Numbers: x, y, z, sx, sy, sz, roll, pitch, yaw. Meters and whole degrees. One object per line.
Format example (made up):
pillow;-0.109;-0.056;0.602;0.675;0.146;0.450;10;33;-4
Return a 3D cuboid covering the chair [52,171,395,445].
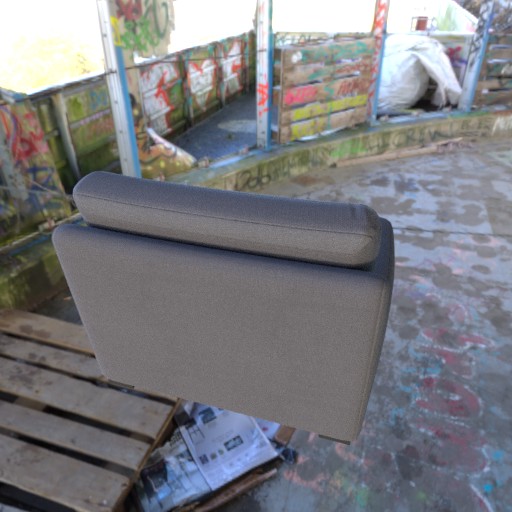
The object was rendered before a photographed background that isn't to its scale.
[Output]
chair;0.000;0.000;1.949;1.168;0.940;1.143;9;33;15
